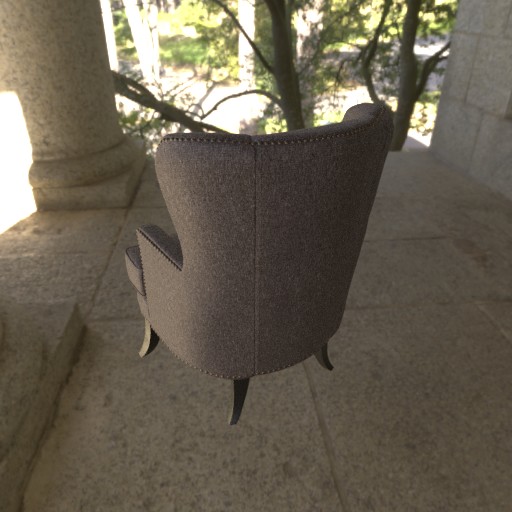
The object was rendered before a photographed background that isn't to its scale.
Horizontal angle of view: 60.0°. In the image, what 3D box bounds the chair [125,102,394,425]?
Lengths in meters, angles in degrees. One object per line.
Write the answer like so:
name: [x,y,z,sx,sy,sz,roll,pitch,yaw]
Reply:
chair: [0.000,0.000,1.609,0.759,1.060,0.758,-19,35,-30]
